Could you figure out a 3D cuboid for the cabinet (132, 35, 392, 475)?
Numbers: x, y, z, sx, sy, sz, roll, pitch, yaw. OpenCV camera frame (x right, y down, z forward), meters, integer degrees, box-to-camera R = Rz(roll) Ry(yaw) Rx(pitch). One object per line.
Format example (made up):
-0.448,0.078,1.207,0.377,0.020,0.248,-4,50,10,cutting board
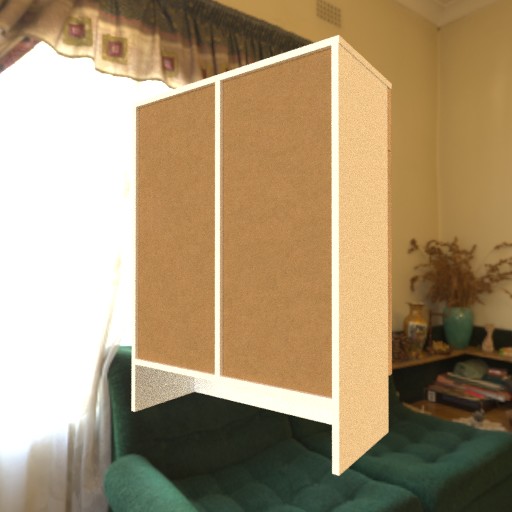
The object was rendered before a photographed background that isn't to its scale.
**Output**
0.000,0.000,1.115,0.600,0.815,0.296,0,-1,36,cabinet
